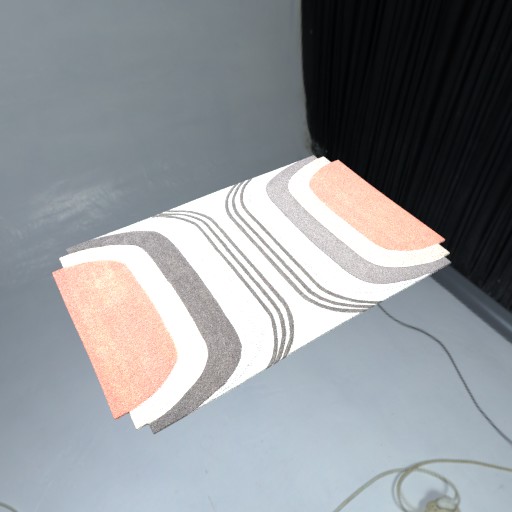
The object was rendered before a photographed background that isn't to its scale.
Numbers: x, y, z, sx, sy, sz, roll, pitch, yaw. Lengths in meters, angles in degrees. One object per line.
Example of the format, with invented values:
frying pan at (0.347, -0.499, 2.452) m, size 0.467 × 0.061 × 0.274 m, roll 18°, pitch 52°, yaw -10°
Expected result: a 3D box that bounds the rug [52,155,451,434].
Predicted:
rug at (0.000, 0.000, 3.042) m, size 2.446 × 0.017 × 1.530 m, roll -25°, pitch 51°, yaw -22°
